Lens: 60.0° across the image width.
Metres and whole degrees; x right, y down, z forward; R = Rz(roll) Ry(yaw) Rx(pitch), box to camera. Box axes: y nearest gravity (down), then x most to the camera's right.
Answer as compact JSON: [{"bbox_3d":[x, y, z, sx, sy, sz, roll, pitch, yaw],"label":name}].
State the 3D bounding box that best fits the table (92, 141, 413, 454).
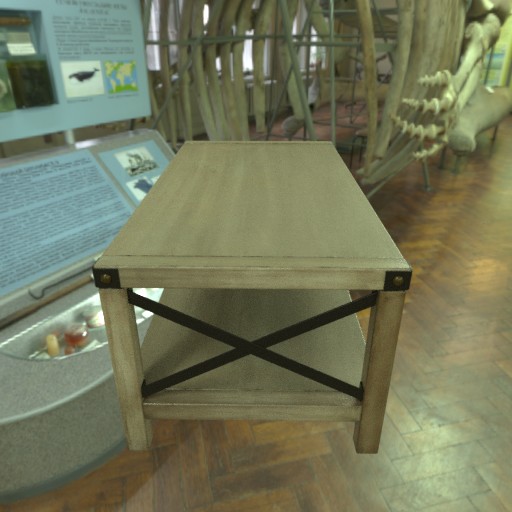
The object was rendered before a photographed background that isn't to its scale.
[{"bbox_3d":[0.000,0.000,1.298,0.559,0.456,1.016,0,27,1],"label":"table"}]
